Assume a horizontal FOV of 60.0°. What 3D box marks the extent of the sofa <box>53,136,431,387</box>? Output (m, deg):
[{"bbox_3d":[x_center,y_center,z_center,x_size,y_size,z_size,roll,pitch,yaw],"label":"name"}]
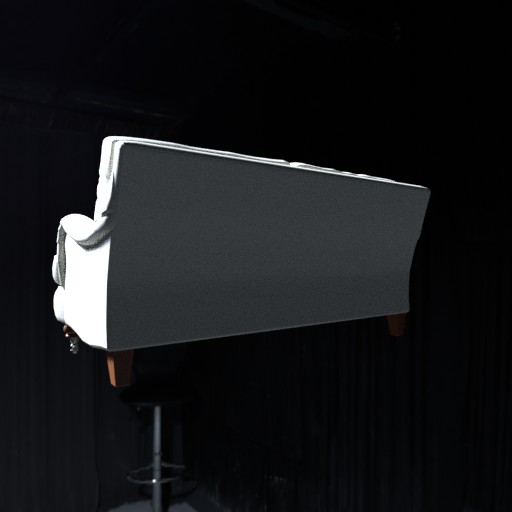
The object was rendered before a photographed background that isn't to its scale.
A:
[{"bbox_3d":[0.000,0.000,2.731,2.159,1.087,1.086,0,0,-37],"label":"sofa"}]
